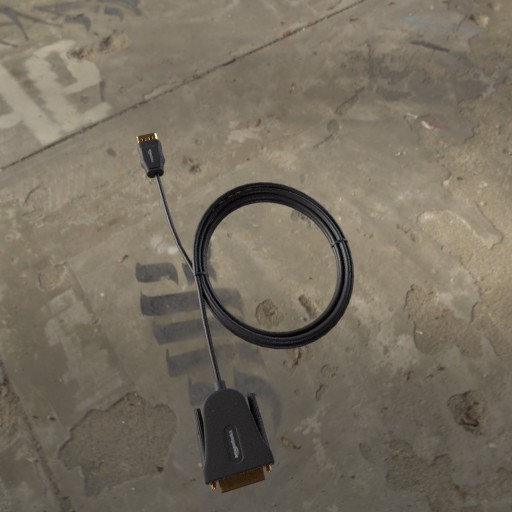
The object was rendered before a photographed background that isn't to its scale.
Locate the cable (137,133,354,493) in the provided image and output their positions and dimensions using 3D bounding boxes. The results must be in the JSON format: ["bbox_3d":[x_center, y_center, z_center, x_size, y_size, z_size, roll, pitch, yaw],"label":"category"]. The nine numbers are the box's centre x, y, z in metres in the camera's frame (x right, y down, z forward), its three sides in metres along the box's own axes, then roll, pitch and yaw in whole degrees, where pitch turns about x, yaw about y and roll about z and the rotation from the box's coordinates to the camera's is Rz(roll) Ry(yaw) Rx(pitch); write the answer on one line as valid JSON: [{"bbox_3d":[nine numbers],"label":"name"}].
[{"bbox_3d":[0.000,0.000,0.321,0.136,0.015,0.281,-14,61,-8],"label":"cable"}]
